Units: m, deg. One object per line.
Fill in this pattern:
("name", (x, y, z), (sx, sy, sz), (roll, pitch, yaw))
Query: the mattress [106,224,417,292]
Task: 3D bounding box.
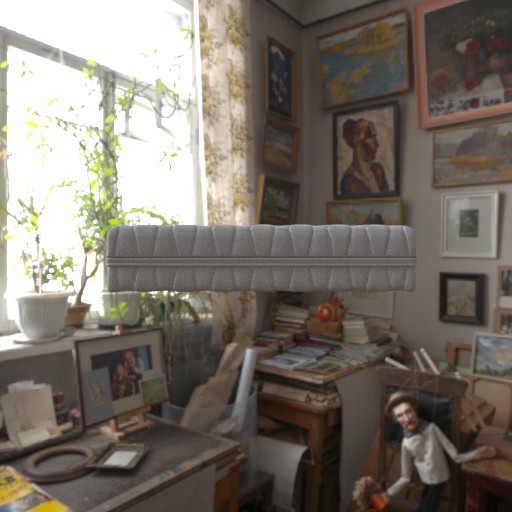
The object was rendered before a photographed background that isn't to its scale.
("mattress", (0.000, 0.000, 2.271), (0.900, 0.200, 2.000), (0, 0, -1))
